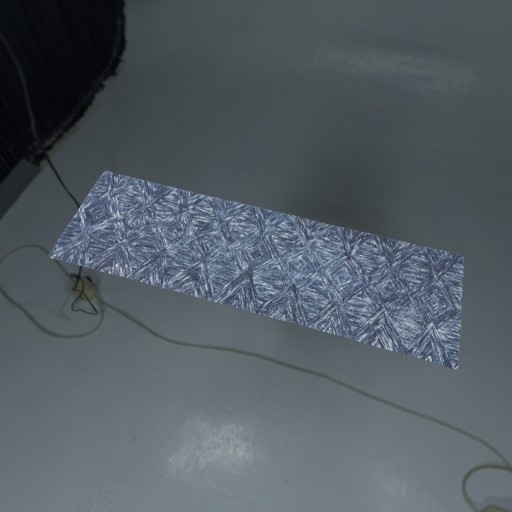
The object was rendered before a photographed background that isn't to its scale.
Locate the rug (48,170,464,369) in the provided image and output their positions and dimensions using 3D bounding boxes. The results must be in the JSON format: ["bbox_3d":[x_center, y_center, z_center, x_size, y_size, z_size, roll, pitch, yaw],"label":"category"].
[{"bbox_3d":[0.000,0.000,2.559,2.306,0.013,0.719,14,58,9],"label":"rug"}]
